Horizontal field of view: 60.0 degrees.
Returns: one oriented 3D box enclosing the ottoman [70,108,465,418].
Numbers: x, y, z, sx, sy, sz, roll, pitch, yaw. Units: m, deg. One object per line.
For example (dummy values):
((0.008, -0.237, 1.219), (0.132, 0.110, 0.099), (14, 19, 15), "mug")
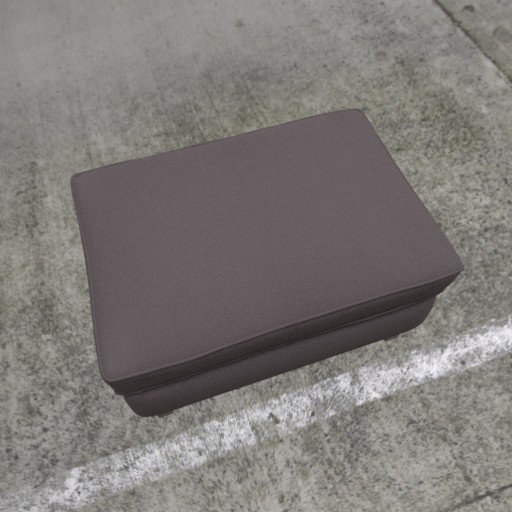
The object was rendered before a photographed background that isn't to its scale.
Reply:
((0.000, 0.000, 0.992), (0.686, 0.406, 0.508), (-16, 60, -9), "ottoman")
